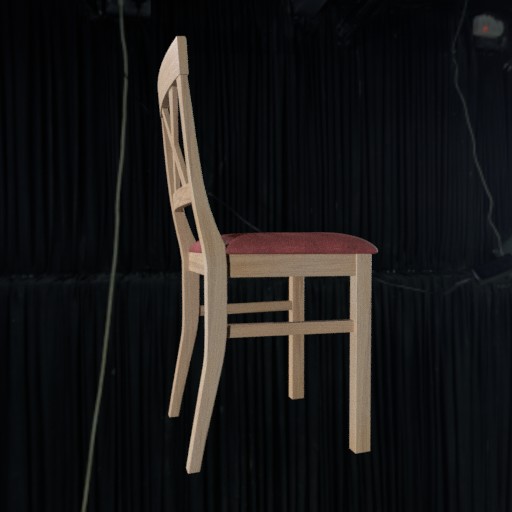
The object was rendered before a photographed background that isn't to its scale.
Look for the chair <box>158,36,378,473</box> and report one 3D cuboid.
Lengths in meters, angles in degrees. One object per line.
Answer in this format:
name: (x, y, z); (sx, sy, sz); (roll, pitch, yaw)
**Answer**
chair: (0.000, 0.000, 1.163); (0.492, 0.912, 0.439); (0, 1, -18)
